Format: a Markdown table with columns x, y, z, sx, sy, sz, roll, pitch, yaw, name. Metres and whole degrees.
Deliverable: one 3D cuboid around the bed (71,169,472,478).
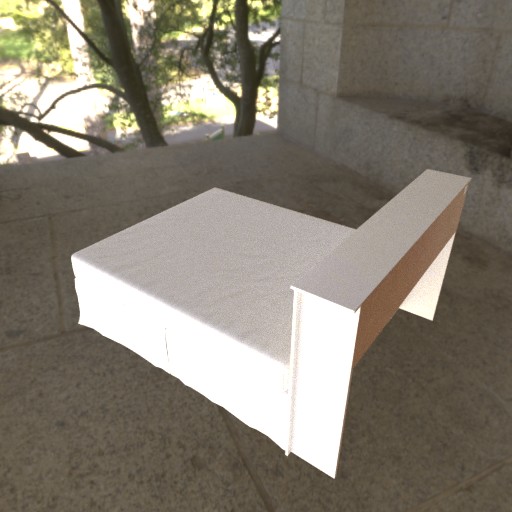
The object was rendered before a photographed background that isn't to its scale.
| x | y | z | sx | sy | sz | roll | pitch | yaw | name |
| --- | --- | --- | --- | --- | --- | --- | --- | --- | --- |
| 0.000 | 0.000 | 3.026 | 2.133 | 1.092 | 1.671 | 21 | 37 | 31 | bed |
